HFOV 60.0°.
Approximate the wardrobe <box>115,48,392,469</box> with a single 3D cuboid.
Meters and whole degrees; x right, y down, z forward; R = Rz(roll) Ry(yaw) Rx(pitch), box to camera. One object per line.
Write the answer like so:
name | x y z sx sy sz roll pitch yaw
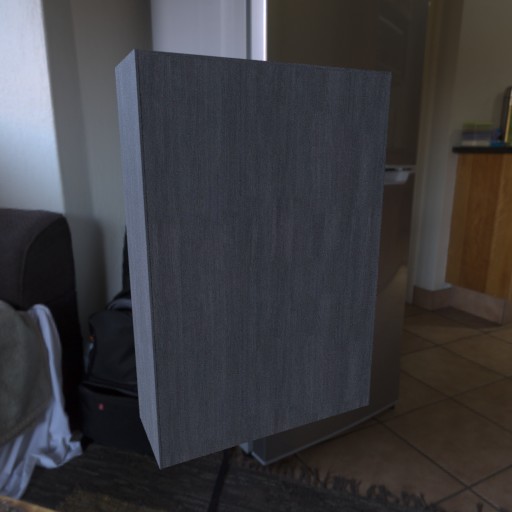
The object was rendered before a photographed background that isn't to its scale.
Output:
wardrobe | 0.000 0.000 2.442 1.290 1.910 0.510 -7 15 -25
